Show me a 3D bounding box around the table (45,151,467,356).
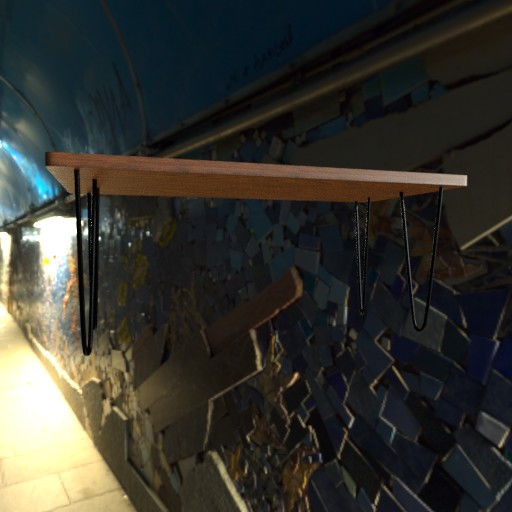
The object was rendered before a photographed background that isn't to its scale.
[{"bbox_3d":[0.000,0.000,2.207,1.791,0.753,0.883,-1,2,-18],"label":"table"}]
